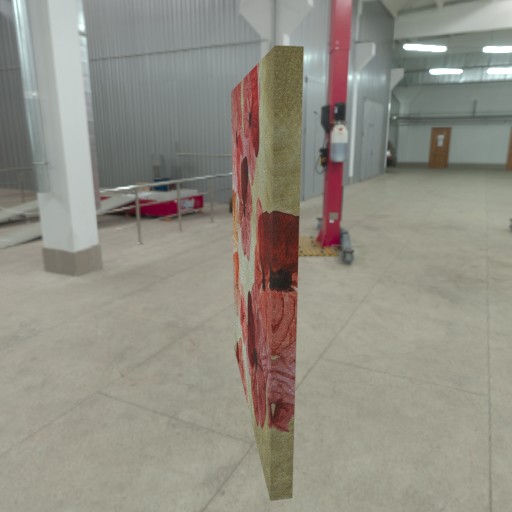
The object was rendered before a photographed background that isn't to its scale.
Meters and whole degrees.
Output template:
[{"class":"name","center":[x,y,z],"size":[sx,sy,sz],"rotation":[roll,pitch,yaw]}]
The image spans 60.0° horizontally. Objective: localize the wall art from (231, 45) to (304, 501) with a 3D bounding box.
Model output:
[{"class":"wall art","center":[0.000,0.000,0.669],"size":[0.028,0.508,0.406],"rotation":[-2,15,-8]}]
